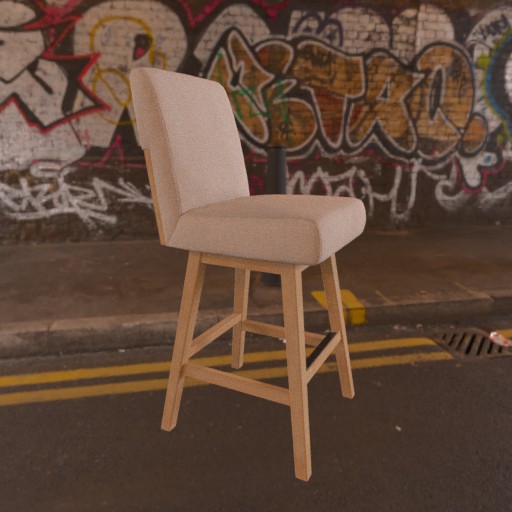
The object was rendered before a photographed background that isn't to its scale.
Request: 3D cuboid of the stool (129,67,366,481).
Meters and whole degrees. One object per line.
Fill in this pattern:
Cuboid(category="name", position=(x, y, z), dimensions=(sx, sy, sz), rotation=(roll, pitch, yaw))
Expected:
Cuboid(category="stool", position=(0.000, 0.000, 1.289), dimensions=(0.543, 1.015, 0.446), rotation=(7, 16, 26))
